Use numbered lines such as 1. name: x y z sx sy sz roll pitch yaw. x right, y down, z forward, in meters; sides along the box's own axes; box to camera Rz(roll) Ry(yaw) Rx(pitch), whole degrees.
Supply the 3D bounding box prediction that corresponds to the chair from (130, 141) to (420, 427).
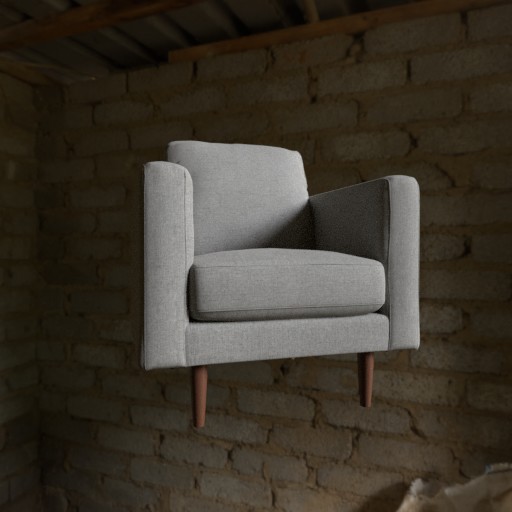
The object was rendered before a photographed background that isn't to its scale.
1. chair: 0.000 0.000 1.594 0.855 0.927 0.800 0 1 -17
